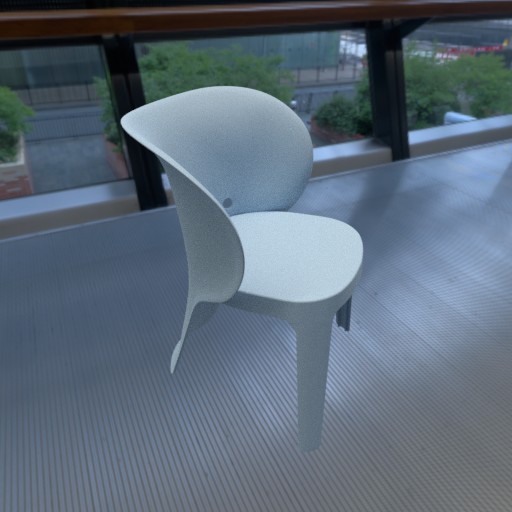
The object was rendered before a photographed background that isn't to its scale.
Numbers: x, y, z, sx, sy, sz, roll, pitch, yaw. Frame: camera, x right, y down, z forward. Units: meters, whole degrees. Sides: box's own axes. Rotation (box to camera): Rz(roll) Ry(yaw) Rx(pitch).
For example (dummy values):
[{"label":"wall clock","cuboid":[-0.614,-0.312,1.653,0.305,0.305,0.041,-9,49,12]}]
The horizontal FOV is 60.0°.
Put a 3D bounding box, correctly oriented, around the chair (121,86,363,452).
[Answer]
[{"label":"chair","cuboid":[0.000,0.000,0.858,0.402,0.554,0.451,10,32,16]}]
